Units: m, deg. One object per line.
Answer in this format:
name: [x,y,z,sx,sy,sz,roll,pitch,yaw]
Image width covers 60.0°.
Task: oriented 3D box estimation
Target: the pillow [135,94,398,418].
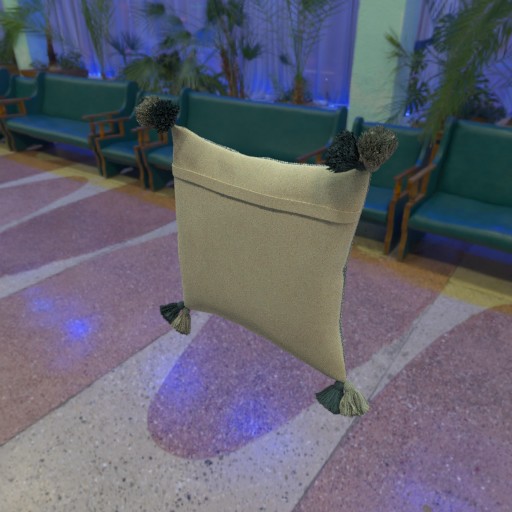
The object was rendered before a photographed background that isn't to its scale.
pillow: [0.000,0.000,0.954,0.614,0.634,0.138,21,36,32]
